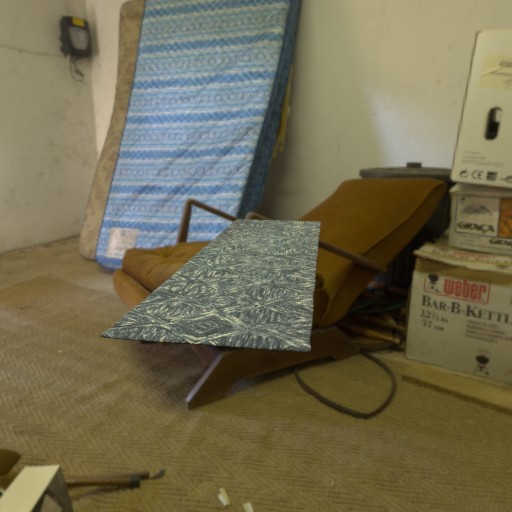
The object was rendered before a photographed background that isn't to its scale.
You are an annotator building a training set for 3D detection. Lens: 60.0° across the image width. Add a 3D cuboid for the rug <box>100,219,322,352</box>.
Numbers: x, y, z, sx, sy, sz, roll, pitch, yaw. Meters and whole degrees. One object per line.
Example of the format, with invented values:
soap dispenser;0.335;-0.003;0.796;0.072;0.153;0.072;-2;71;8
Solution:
rug;0.000;0.000;2.545;0.719;0.013;2.306;2;15;9
